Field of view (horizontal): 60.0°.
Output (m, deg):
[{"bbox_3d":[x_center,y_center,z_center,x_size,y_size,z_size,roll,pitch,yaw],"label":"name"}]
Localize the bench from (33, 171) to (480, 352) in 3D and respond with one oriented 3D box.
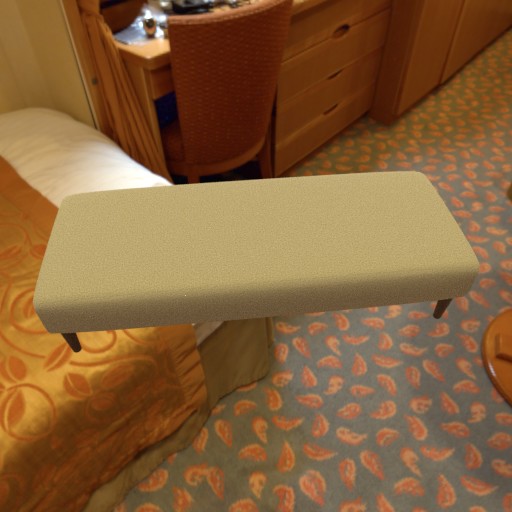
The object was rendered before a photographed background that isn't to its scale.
[{"bbox_3d":[0.000,0.000,1.886,1.609,0.393,0.646,-5,46,-4],"label":"bench"}]
